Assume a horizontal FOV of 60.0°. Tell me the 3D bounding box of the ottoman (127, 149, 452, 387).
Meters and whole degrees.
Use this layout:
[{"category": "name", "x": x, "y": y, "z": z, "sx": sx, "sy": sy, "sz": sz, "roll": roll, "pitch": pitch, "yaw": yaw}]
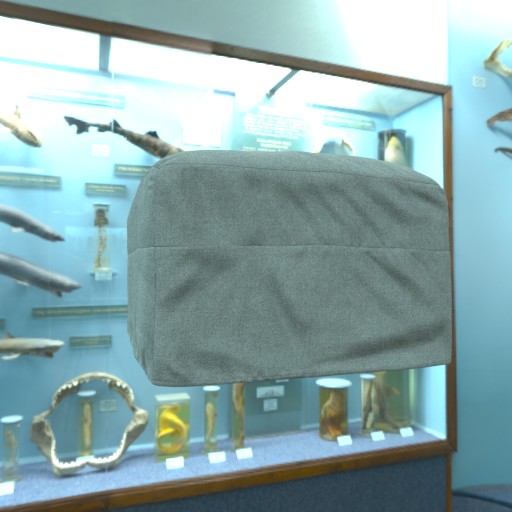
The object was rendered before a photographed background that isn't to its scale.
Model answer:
[{"category": "ottoman", "x": 0.000, "y": 0.000, "z": 1.241, "sx": 0.683, "sy": 0.481, "sz": 0.837, "roll": 0, "pitch": -2, "yaw": -18}]
